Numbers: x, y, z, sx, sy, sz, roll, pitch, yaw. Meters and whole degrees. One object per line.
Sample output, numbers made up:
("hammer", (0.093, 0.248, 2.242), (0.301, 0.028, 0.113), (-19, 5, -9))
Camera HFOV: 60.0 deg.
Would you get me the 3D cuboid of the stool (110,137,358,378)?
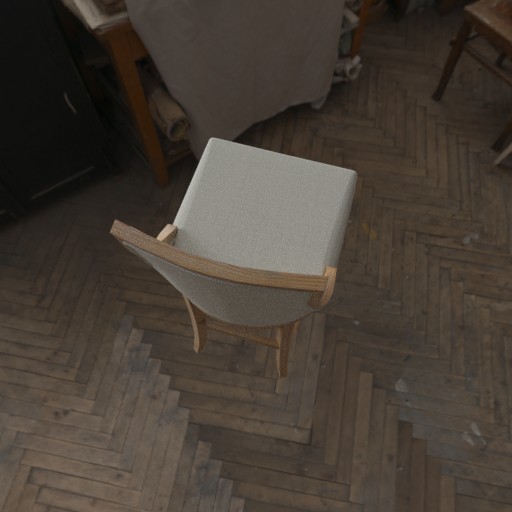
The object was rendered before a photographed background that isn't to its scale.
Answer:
("stool", (0.000, 0.000, 1.457), (0.524, 1.101, 0.626), (15, 65, 7))
